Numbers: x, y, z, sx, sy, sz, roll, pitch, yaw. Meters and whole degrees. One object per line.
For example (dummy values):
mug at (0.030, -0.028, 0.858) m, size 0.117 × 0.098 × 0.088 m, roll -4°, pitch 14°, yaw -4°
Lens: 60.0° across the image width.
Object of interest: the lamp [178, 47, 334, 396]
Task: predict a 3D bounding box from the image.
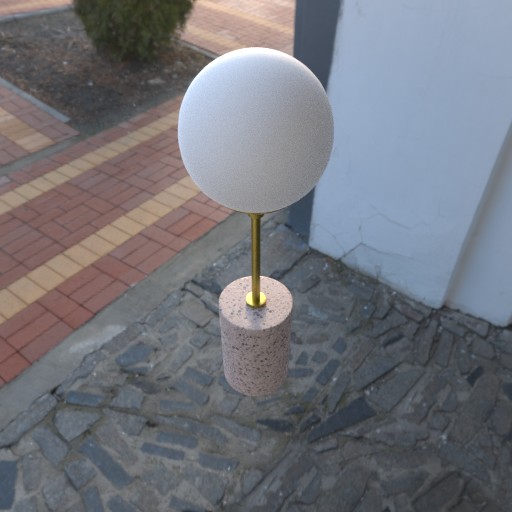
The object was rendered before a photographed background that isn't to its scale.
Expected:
lamp at (0.000, 0.000, 0.549) m, size 0.153 × 0.480 × 0.153 m, roll 0°, pitch 42°, yaw 0°
